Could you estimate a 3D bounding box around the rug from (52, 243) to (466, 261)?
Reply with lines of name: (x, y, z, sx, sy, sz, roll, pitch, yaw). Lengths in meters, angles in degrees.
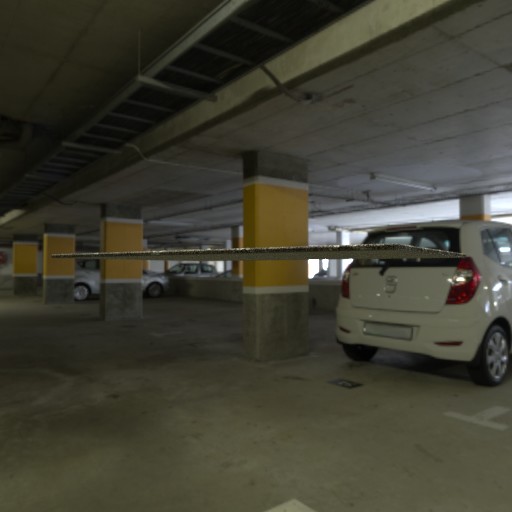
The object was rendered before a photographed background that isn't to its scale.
rug: (0.000, 0.000, 3.476, 2.743, 0.030, 1.778, -1, -2, 35)
